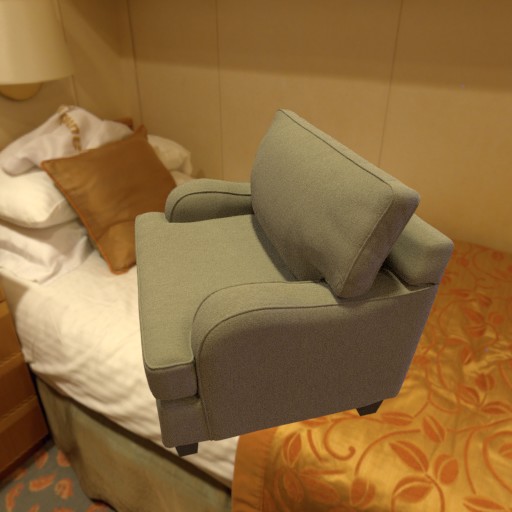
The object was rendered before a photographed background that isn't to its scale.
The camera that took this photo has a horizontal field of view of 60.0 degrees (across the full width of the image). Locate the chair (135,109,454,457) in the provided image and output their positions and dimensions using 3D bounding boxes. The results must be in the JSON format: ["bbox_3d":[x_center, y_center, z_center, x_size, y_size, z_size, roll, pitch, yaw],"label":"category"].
[{"bbox_3d":[0.000,0.000,1.968,1.041,1.016,1.220,-7,31,-13],"label":"chair"}]
